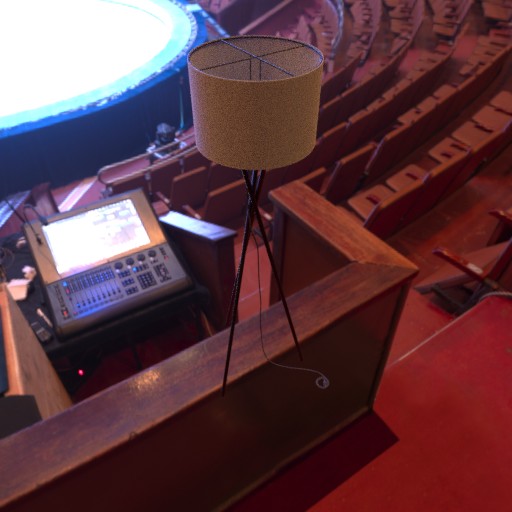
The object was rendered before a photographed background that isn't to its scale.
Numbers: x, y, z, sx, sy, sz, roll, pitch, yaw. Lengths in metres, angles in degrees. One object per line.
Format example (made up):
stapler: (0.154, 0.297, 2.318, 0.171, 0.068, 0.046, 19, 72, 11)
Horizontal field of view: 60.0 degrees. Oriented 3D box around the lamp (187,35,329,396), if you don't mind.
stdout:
lamp: (0.000, 0.000, 1.913, 0.522, 1.624, 0.667, -25, 48, -25)
